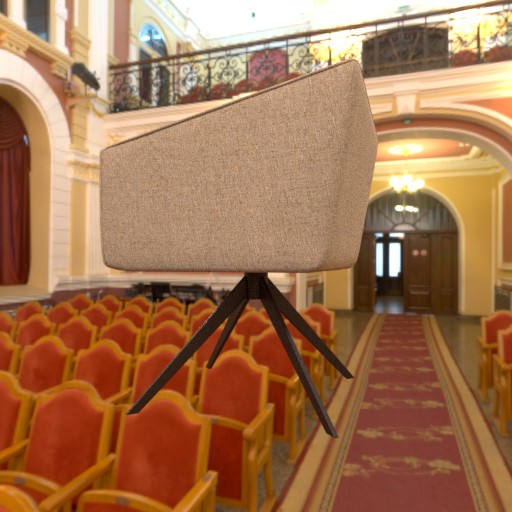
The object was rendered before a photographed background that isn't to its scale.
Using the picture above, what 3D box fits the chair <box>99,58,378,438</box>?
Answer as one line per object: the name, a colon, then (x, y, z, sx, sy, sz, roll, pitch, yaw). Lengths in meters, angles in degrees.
chair: (0.000, 0.000, 1.230, 0.623, 0.760, 0.628, 0, -1, 19)
